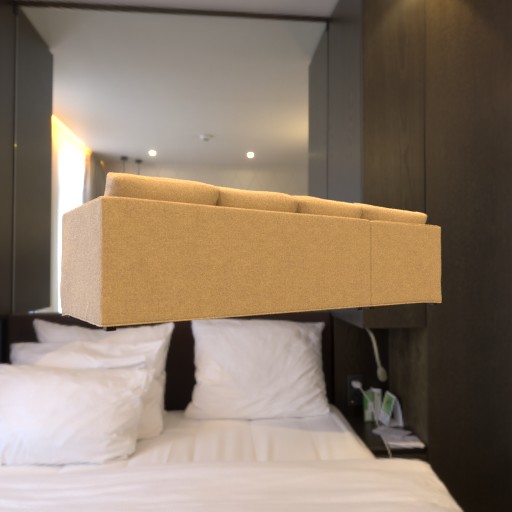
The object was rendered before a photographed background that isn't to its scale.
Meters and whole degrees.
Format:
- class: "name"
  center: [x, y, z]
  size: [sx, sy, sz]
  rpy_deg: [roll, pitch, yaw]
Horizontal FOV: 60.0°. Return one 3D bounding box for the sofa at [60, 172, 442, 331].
- class: "sofa"
  center: [0.000, 0.000, 3.921]
  size: [3.198, 0.920, 1.638]
  rpy_deg: [1, -2, -36]
